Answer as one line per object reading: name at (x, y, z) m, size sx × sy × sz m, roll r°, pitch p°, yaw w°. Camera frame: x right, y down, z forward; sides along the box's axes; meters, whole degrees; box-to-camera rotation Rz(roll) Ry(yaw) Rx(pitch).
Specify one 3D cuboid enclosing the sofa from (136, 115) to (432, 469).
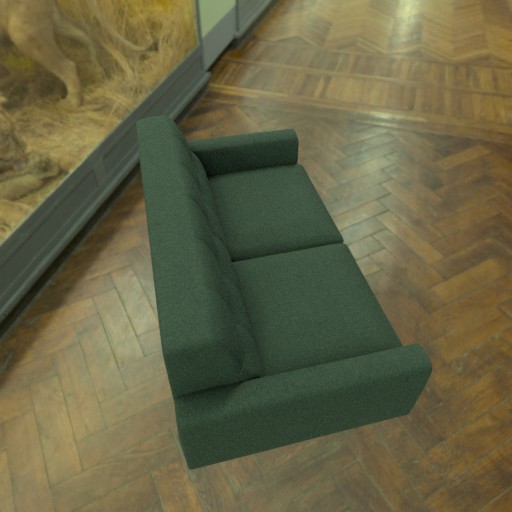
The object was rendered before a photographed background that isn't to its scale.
sofa at (0.000, 0.000, 2.091) m, size 0.909 × 0.841 × 1.631 m, roll -10°, pitch 47°, yaw -10°
